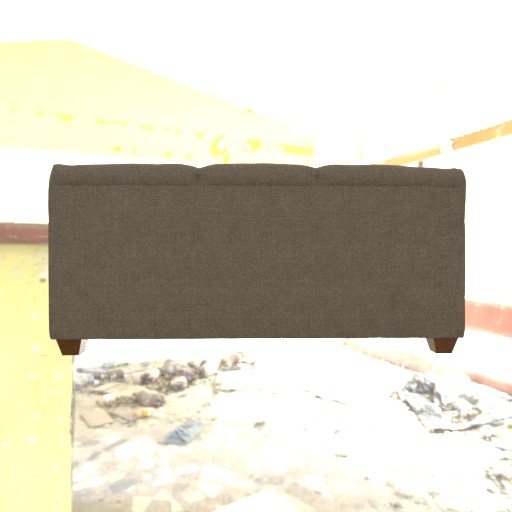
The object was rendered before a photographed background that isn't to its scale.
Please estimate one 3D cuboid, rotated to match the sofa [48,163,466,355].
[{"bbox_3d":[0.000,0.000,2.600,2.024,0.958,0.997,0,0,-1],"label":"sofa"}]
